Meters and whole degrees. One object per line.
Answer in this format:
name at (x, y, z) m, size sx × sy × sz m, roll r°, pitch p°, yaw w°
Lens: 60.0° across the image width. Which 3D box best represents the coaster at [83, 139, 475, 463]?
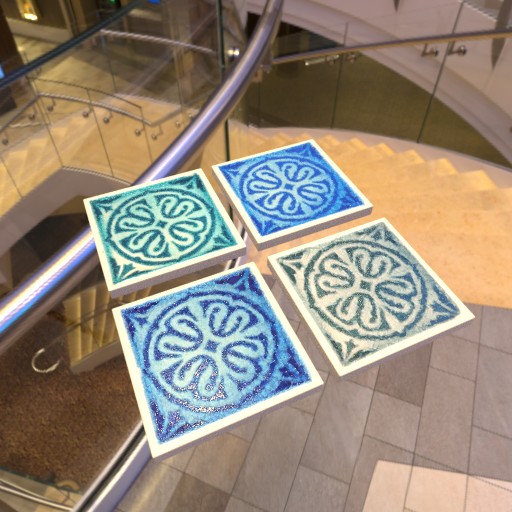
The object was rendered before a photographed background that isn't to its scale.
coaster at (0.000, 0.000, 0.328) m, size 0.214 × 0.010 × 0.219 m, roll -18°, pitch 51°, yaw -15°
